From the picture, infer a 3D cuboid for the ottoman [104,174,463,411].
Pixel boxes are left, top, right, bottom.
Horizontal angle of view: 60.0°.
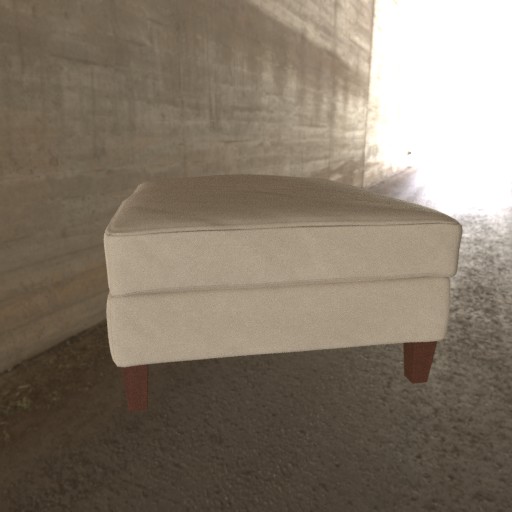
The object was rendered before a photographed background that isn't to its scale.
[{"bbox_3d":[0.000,0.000,1.474,0.836,0.492,1.002,-3,15,-10],"label":"ottoman"}]
